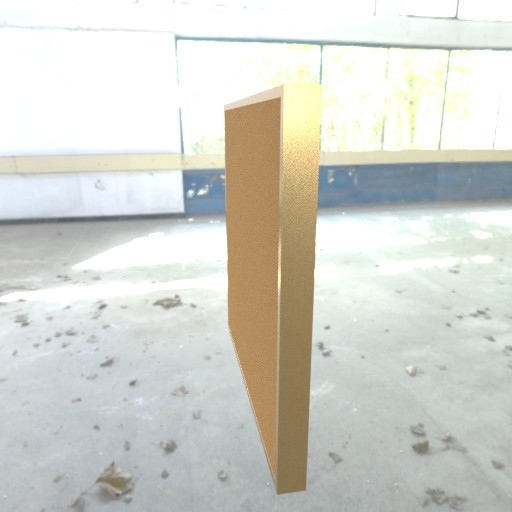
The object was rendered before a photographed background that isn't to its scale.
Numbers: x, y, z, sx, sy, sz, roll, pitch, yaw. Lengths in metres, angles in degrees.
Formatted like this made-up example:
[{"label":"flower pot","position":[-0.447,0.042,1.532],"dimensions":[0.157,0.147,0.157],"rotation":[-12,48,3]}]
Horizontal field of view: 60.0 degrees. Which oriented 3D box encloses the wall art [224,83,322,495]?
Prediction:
[{"label":"wall art","position":[0.000,0.000,0.757],"dimensions":[0.040,0.509,0.509],"rotation":[-3,17,-10]}]
